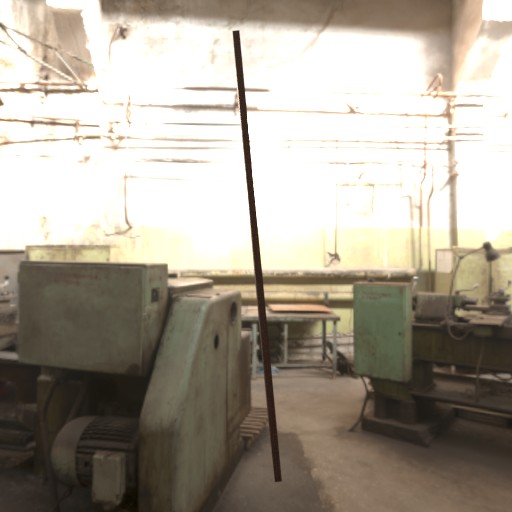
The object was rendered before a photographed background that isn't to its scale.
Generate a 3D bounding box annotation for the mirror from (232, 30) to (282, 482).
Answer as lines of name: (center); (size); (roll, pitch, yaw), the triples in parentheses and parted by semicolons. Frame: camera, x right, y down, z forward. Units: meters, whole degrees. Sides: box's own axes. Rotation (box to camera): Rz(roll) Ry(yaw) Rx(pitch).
mirror: (0.000, 0.000, 2.387); (0.221, 2.020, 0.812); (0, -1, -1)
